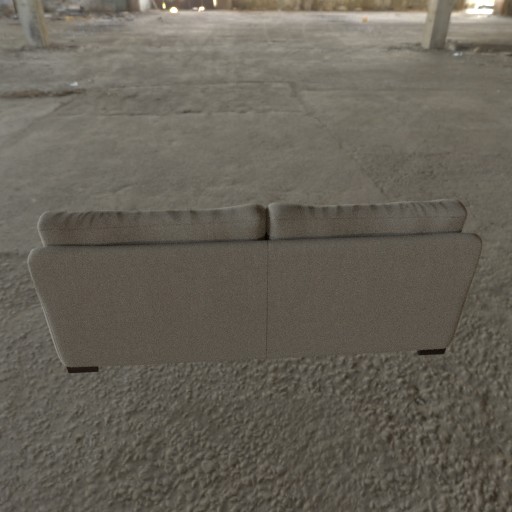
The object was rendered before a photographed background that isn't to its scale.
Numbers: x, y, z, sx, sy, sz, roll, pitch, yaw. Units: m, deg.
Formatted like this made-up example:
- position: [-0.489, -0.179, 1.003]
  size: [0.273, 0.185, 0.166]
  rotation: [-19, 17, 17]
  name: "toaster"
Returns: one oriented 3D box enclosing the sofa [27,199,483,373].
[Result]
- position: [0.000, 0.000, 2.804]
  size: [2.354, 0.980, 0.962]
  rotation: [-2, 31, -3]
  name: "sofa"
